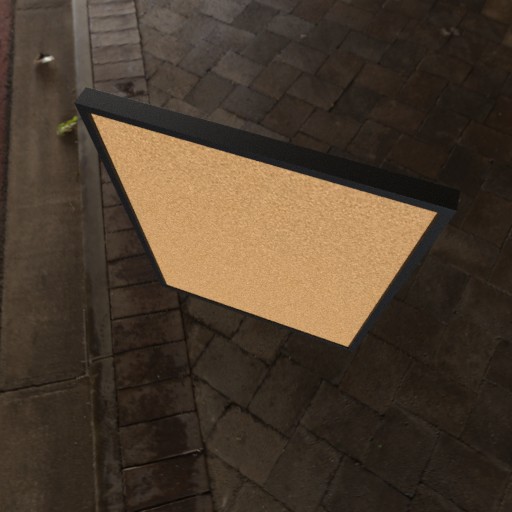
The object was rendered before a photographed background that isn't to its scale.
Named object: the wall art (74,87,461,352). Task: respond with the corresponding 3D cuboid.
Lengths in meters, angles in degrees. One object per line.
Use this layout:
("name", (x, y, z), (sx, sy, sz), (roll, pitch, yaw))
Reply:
("wall art", (0.000, 0.000, 0.754), (0.457, 0.559, 0.029), (18, 64, 9))
